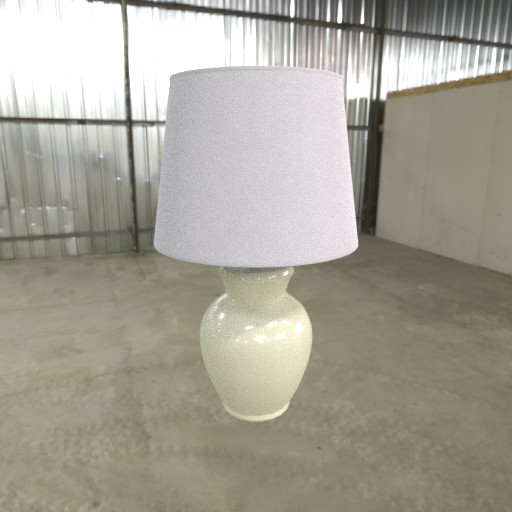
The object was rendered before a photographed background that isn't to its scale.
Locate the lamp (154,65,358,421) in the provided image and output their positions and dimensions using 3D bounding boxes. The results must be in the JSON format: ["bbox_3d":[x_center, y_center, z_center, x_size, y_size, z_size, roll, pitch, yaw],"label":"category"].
[{"bbox_3d":[0.000,0.000,0.536,0.239,0.399,0.239,0,14,0],"label":"lamp"}]
